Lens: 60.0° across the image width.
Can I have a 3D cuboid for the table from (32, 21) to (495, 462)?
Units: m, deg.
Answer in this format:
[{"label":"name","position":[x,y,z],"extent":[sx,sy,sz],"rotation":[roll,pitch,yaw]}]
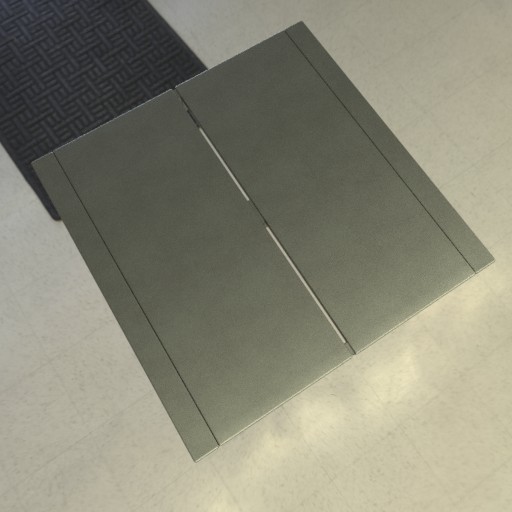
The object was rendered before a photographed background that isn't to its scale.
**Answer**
[{"label":"table","position":[0.000,0.000,0.908],"extent":[0.508,0.508,0.508],"rotation":[-31,77,-8]}]
